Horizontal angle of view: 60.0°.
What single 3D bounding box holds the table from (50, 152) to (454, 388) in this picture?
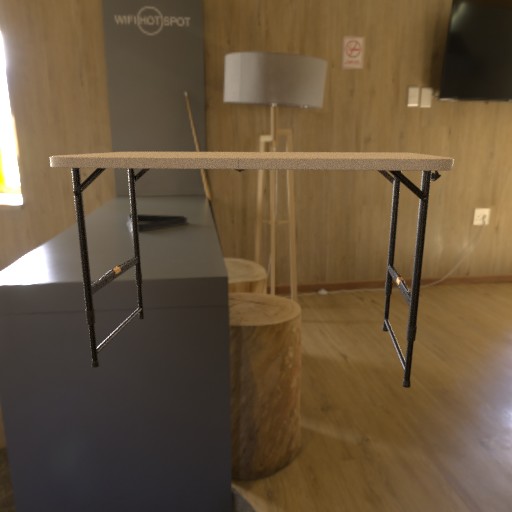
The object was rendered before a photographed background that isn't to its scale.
[{"bbox_3d":[0.000,0.000,1.645,1.245,0.737,0.611,2,15,7],"label":"table"}]
